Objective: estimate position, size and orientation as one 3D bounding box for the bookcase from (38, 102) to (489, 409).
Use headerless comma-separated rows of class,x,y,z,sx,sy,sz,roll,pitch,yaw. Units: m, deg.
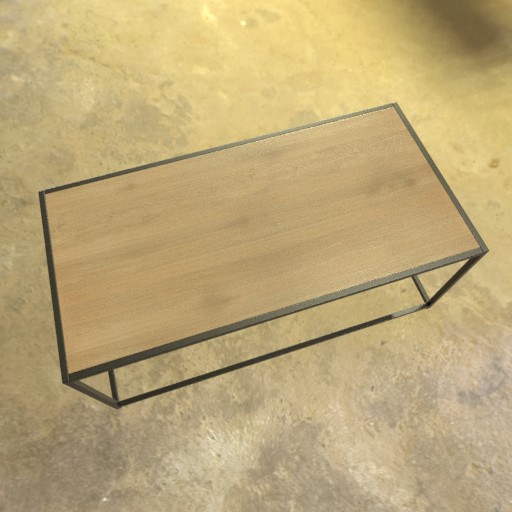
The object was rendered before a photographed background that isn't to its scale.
bookcase,0.000,0.000,1.263,1.000,0.400,0.500,-16,65,-8
